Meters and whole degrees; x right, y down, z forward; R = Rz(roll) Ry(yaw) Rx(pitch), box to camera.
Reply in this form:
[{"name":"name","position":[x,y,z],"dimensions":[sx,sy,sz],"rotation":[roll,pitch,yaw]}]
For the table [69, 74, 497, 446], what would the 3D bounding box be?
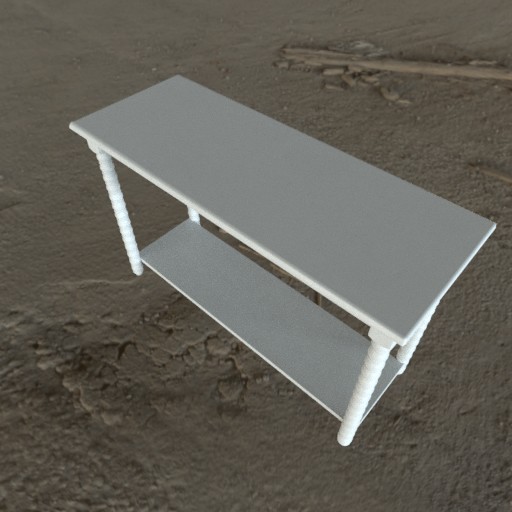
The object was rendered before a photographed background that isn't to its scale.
[{"name":"table","position":[0.000,0.000,1.505],"dimensions":[1.184,0.740,0.459],"rotation":[34,56,27]}]
